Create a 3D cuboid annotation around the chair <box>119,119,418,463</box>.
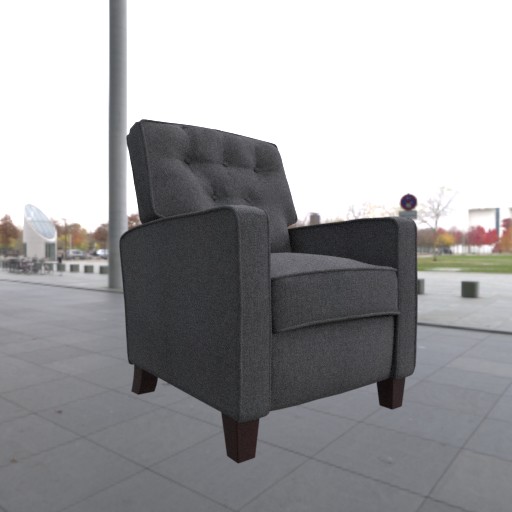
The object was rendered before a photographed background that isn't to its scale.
[{"bbox_3d":[0.000,0.000,1.390,0.650,0.889,0.775,-1,1,-37],"label":"chair"}]
